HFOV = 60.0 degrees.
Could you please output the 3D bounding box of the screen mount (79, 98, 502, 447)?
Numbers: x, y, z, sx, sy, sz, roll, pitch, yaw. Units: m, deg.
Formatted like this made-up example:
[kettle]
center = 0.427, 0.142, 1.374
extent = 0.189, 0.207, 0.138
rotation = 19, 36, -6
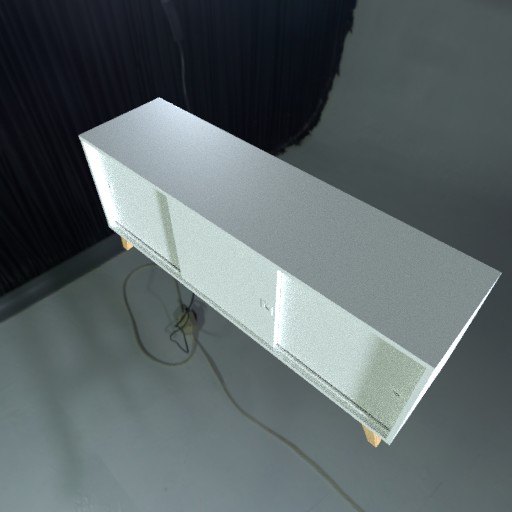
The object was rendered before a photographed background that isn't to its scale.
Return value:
[screen mount]
center = 0.000, 0.000, 1.705
extent = 1.490, 0.619, 0.400
rotation = 33, 55, 27
